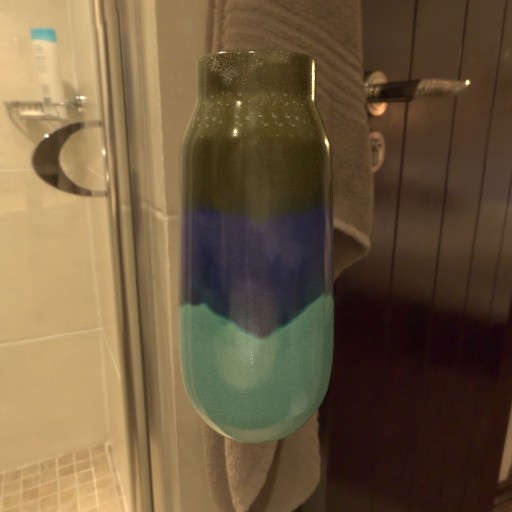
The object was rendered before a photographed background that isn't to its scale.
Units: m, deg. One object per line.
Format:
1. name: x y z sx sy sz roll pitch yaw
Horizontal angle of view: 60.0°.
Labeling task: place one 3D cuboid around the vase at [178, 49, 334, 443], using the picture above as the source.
1. vase: 0.000 0.000 0.381 0.139 0.313 0.139 0 15 0
